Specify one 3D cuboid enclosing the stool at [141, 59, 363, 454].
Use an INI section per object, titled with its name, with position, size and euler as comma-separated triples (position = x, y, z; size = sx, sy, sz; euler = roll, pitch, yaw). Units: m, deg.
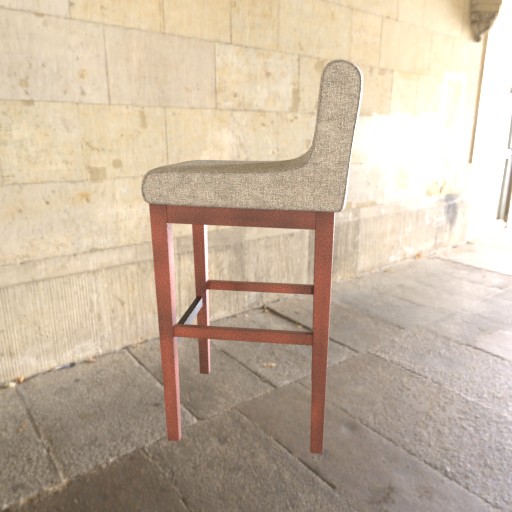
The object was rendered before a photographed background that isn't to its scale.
[stool]
position = 0.000, 0.000, 1.245
size = 0.499, 0.965, 0.426
euler = 2, 15, 7
